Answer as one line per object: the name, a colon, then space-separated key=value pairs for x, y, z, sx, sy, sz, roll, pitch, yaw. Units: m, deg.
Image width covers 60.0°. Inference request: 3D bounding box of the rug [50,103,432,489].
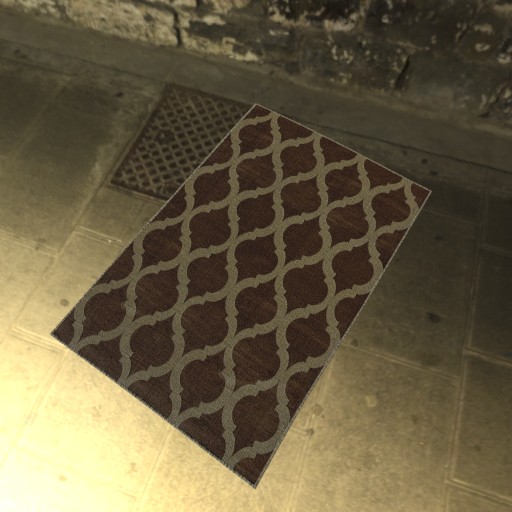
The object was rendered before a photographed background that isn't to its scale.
rug: x=0.000 y=0.000 z=2.937 sx=1.522 sy=0.008 sz=2.284 roll=31 pitch=68 yaw=14
